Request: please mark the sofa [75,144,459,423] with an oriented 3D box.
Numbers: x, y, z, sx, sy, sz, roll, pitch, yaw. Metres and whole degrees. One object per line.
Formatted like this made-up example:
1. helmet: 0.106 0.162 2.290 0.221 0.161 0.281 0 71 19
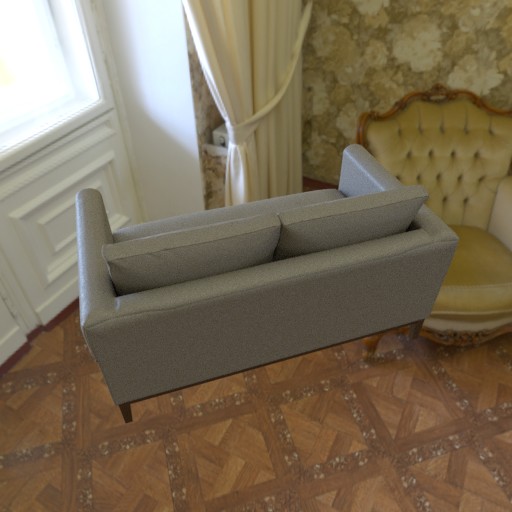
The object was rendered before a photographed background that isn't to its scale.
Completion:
1. sofa: 0.000 0.000 2.200 1.598 0.873 0.899 -12 43 -14
